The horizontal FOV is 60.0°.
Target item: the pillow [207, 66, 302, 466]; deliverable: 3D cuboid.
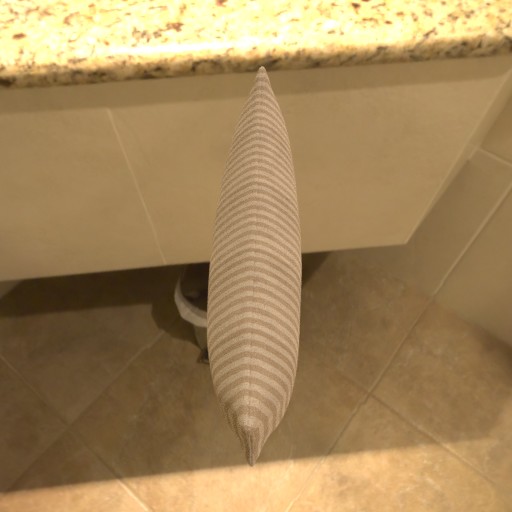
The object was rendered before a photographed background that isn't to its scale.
[{"bbox_3d":[0.000,0.000,0.743,0.151,0.295,0.617,2,58,1],"label":"pillow"}]
